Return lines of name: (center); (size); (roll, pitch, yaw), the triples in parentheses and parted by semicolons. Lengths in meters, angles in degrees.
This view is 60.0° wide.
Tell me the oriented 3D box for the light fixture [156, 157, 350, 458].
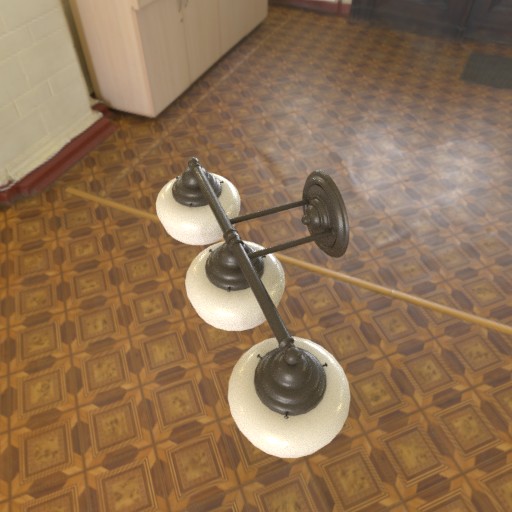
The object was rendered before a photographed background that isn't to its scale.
light fixture: (0.000, 0.000, 0.711); (0.239, 0.242, 0.587); (-16, 49, -15)
